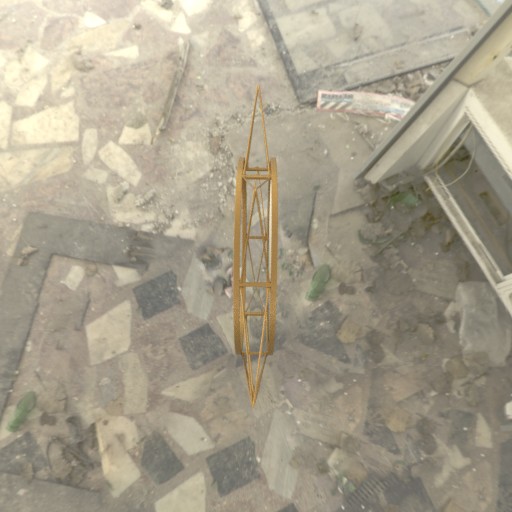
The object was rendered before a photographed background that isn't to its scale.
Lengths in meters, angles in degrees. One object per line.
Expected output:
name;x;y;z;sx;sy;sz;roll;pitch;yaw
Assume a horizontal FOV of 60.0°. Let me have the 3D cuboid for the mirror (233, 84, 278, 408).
mirror;0.000;0.000;0.793;0.062;0.581;0.498;1;75;0
